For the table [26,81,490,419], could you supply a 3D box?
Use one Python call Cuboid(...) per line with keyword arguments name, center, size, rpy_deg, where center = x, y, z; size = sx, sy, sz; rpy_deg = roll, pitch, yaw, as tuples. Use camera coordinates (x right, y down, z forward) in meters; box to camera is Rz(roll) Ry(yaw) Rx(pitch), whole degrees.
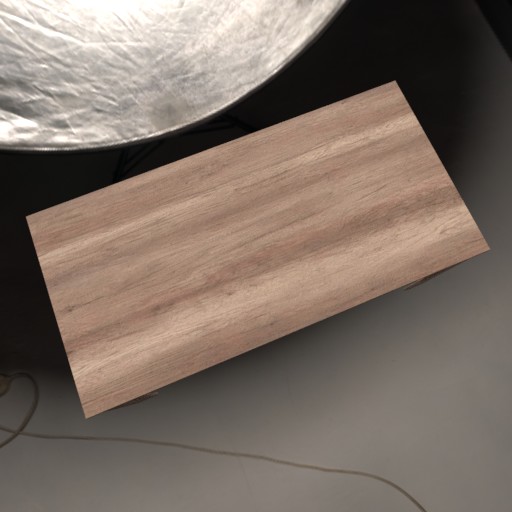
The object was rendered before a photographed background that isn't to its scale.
Cuboid(name="table", center=(0.000, 0.000, 2.297), size=(1.800, 0.790, 0.900), rpy_deg=(-22, 76, -6))
